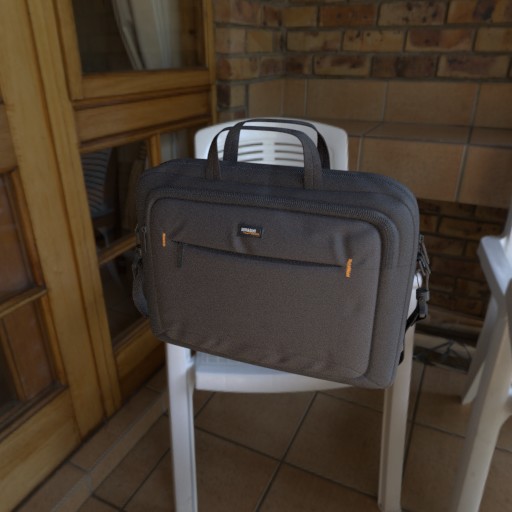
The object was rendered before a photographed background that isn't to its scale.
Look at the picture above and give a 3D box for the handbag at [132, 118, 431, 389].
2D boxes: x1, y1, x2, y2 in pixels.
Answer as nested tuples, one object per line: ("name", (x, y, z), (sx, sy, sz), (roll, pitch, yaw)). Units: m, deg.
("handbag", (0.000, 0.000, 0.424), (0.320, 0.244, 0.089), (9, 26, 18))
